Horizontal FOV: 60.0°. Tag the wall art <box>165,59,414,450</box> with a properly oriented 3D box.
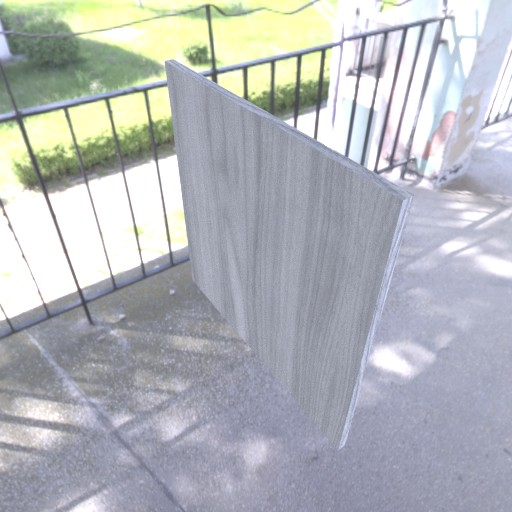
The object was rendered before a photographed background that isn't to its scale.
[{"bbox_3d":[0.000,0.000,0.747,0.016,0.507,0.508,-25,47,-26],"label":"wall art"}]
